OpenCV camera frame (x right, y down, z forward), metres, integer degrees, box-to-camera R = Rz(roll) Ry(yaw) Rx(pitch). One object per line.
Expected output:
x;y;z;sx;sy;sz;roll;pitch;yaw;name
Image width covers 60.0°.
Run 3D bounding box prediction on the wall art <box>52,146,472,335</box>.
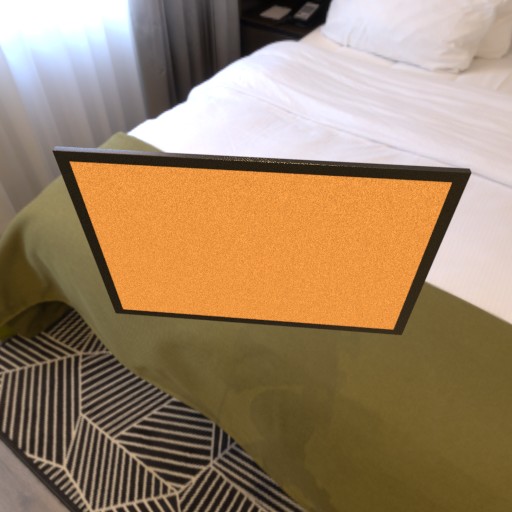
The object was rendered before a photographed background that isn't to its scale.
0.000;0.000;1.067;0.819;0.552;0.015;4;47;4;wall art
